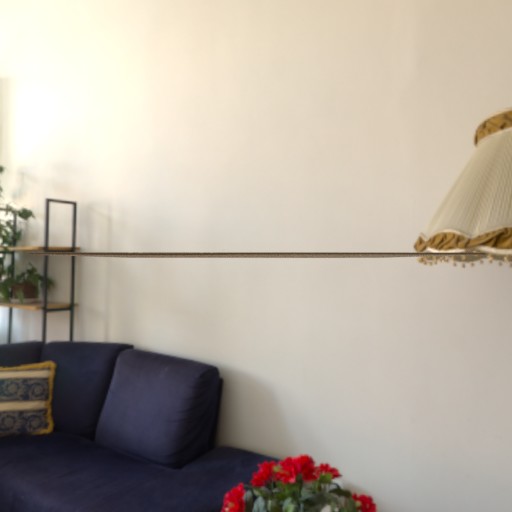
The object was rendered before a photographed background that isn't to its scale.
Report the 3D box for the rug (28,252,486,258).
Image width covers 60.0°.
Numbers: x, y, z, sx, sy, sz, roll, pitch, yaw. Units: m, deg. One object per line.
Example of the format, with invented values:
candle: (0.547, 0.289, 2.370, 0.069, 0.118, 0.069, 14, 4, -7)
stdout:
rug: (0.000, 0.000, 3.941, 2.895, 0.018, 2.288, 0, -1, -1)
